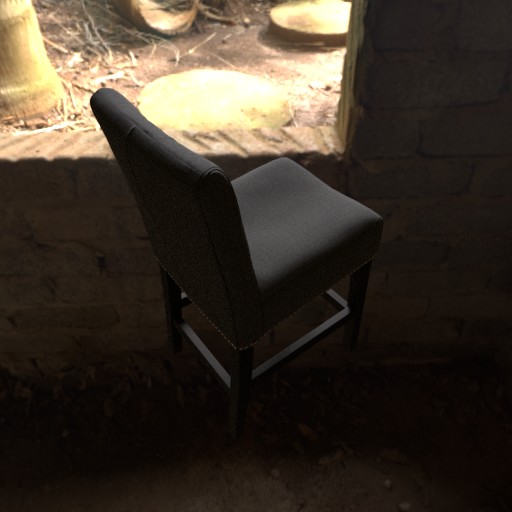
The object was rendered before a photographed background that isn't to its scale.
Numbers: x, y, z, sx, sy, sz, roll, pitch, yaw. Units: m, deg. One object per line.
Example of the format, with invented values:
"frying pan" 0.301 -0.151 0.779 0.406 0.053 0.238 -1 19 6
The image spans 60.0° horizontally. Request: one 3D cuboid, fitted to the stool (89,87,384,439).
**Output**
"stool" 0.000 0.000 1.173 0.571 0.885 0.427 -27 48 -27
